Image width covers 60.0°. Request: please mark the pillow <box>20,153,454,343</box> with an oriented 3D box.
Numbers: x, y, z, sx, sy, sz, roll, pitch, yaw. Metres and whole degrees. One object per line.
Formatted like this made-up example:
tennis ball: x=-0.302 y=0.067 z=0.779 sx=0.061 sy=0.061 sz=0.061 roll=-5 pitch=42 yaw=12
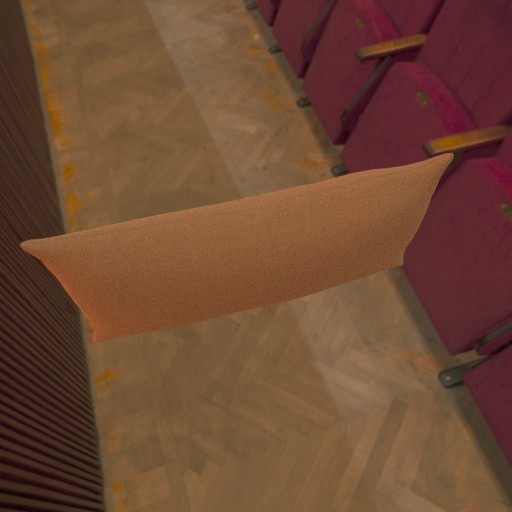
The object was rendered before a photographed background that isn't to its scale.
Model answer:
pillow: x=0.000 y=0.000 z=0.719 sx=0.612 sy=0.308 sz=0.148 roll=-13 pitch=58 yaw=-9
